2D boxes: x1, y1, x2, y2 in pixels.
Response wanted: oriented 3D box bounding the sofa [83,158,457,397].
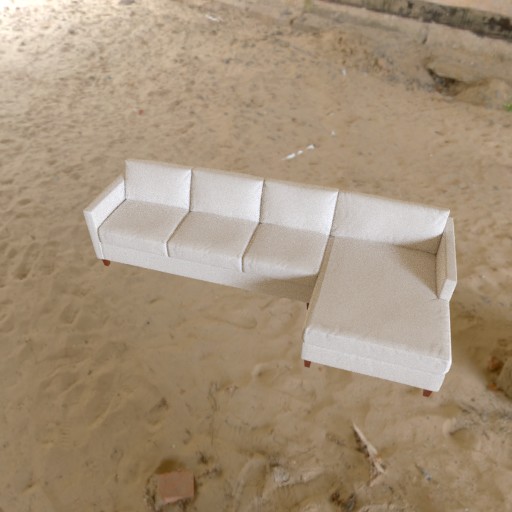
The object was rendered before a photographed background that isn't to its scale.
[{"bbox_3d":[0.000,0.000,4.194,3.471,0.954,1.606,11,42,13],"label":"sofa"}]
